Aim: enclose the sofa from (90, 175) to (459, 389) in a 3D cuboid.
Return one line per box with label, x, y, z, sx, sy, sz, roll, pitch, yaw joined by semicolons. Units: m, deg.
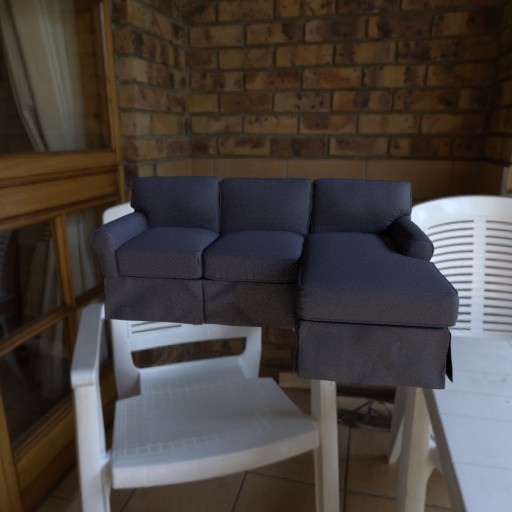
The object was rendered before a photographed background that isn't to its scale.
sofa;0.000;0.000;3.286;2.518;1.039;1.637;2;16;8
